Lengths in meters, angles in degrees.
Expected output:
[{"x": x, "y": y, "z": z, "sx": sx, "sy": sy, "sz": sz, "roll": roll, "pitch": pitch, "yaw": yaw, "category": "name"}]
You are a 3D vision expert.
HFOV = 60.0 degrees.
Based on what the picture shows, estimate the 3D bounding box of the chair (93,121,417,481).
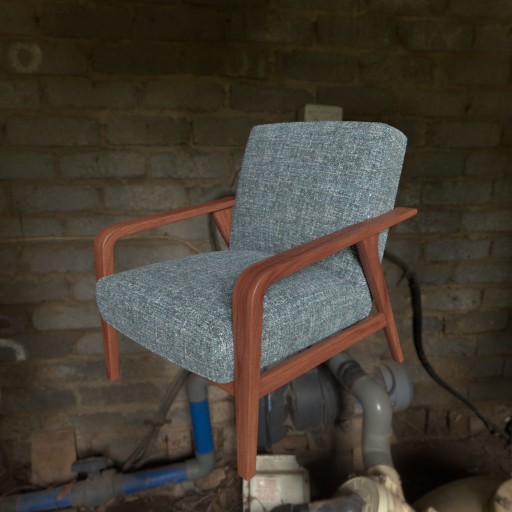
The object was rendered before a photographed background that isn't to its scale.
[{"x": 0.000, "y": 0.000, "z": 1.469, "sx": 0.719, "sy": 0.864, "sz": 0.889, "roll": 14, "pitch": 21, "yaw": 42, "category": "chair"}]
